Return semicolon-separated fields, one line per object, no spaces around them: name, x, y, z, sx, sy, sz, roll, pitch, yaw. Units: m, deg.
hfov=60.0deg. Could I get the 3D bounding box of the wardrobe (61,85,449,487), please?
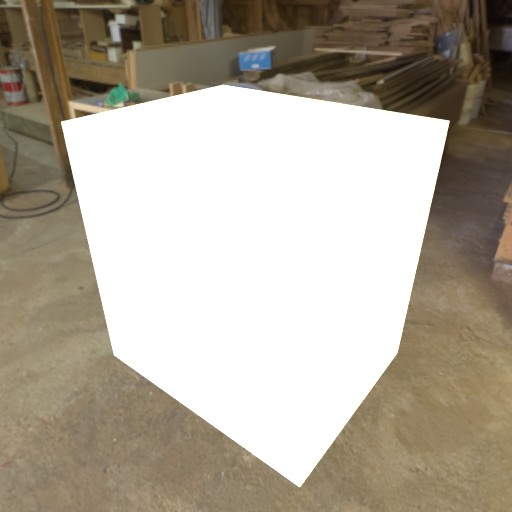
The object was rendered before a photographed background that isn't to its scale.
wardrobe;0.000;0.000;0.865;0.500;0.520;0.400;22;38;32
